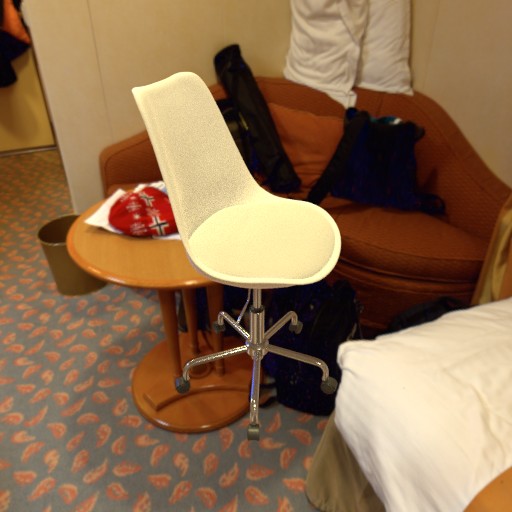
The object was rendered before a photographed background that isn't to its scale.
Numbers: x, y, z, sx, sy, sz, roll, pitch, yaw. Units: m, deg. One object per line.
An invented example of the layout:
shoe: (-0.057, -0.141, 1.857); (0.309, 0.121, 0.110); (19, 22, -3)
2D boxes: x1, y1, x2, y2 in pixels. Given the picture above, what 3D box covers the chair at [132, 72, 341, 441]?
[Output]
chair: (0.000, 0.000, 1.277); (0.550, 0.930, 0.550); (10, 33, 17)
